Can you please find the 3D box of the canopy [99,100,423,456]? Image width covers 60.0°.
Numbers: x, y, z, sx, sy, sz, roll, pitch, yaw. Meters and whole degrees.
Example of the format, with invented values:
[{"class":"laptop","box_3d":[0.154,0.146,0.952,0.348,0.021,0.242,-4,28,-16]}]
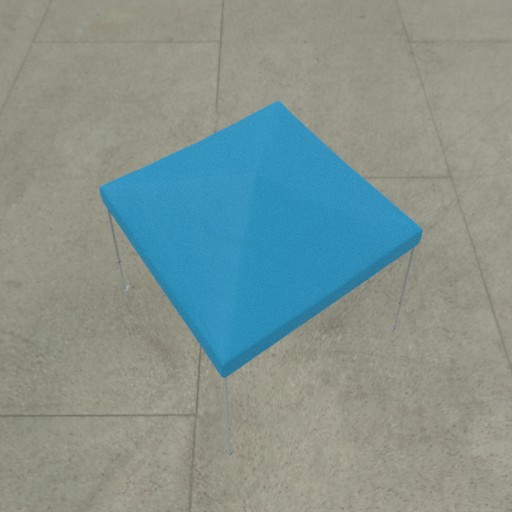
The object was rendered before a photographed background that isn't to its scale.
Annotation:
[{"class":"canopy","box_3d":[0.000,0.000,5.238,2.849,2.850,2.850,-31,63,-18]}]
